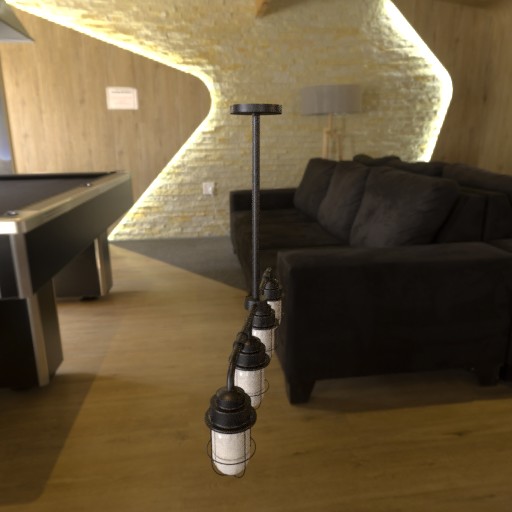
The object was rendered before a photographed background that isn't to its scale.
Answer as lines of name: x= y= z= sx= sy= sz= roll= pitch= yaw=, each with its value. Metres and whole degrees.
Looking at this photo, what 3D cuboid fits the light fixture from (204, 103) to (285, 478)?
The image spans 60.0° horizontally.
light fixture: x=0.000 y=0.000 z=1.219 sx=0.131 sy=0.785 sz=0.852 roll=2 pitch=15 yaw=8
